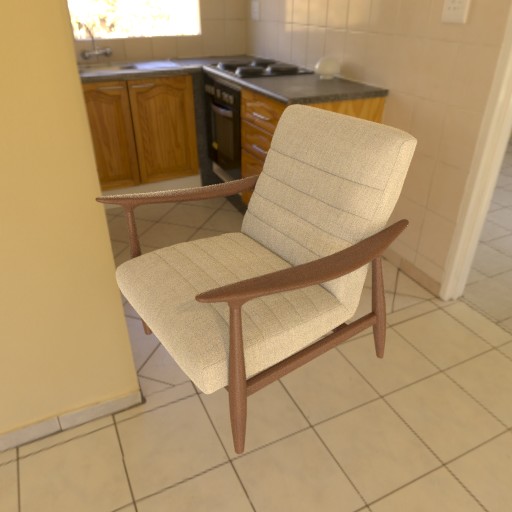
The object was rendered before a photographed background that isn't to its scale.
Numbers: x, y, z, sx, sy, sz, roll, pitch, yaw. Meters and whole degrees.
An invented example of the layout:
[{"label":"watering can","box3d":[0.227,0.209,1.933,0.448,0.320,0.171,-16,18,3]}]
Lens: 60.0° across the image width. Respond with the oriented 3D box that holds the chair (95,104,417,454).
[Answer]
[{"label":"chair","box3d":[0.000,0.000,1.489,0.798,0.832,0.741,-20,36,-30]}]
